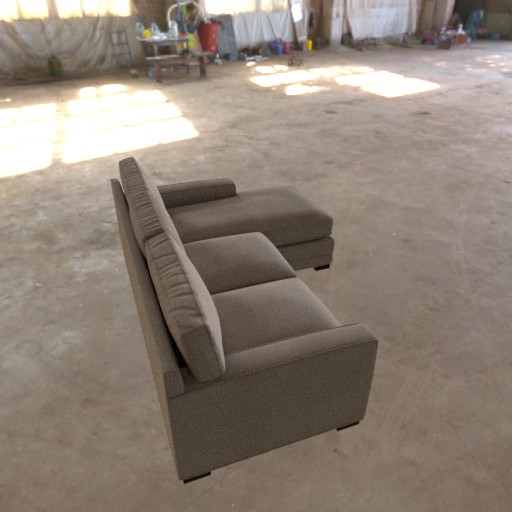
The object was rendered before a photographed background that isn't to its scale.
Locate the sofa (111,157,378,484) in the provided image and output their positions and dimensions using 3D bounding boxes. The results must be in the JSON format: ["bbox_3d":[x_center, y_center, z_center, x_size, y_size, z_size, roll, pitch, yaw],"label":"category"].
[{"bbox_3d":[0.000,0.000,2.756,1.496,0.861,2.087,-11,32,-18],"label":"sofa"}]
